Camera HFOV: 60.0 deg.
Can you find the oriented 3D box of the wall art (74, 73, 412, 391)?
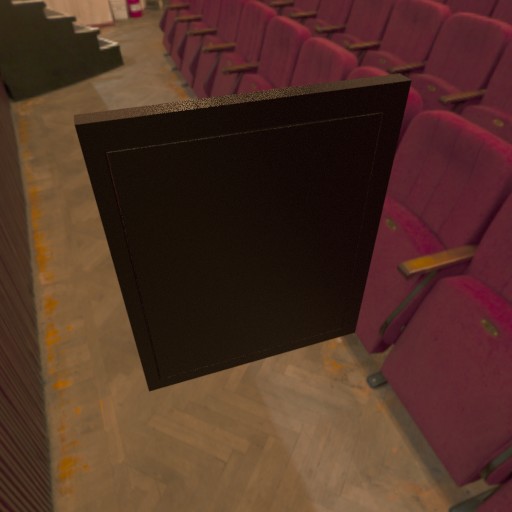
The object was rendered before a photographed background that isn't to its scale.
[{"bbox_3d":[0.000,0.000,0.770,0.461,0.558,0.031,-13,42,-14],"label":"wall art"}]
